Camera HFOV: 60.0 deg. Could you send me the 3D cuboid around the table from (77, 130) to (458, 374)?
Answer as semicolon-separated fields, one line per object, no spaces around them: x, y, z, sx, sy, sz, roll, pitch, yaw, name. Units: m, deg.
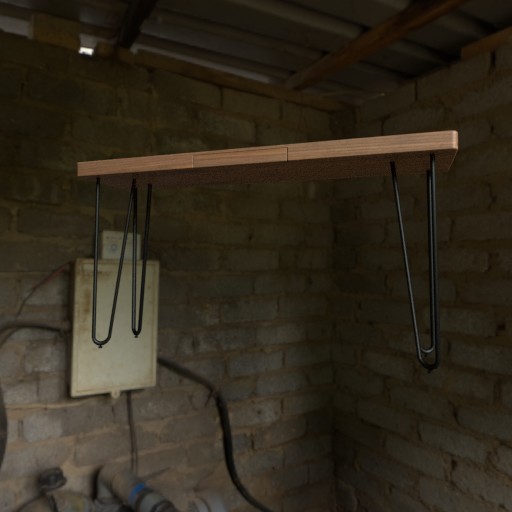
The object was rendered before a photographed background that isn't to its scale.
0.000;0.000;1.925;1.570;0.834;0.425;0;-1;19;table
